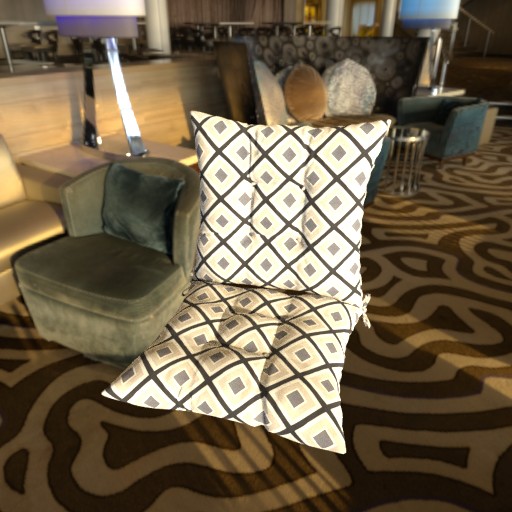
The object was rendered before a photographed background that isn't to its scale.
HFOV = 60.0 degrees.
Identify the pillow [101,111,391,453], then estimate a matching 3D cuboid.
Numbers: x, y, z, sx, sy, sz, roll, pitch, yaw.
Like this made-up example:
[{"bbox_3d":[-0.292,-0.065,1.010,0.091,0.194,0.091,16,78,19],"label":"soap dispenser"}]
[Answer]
[{"bbox_3d":[0.000,0.000,1.000,0.541,0.536,0.585,8,29,15],"label":"pillow"}]
